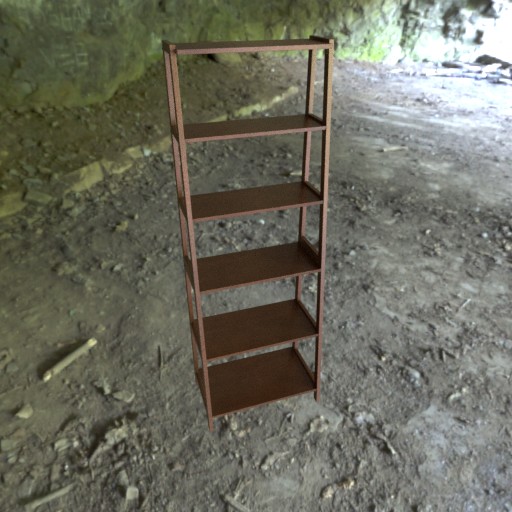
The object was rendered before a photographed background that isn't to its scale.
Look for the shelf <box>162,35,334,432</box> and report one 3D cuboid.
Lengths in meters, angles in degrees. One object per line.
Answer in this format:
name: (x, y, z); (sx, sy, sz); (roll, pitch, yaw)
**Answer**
shelf: (0.000, 0.000, 2.166); (0.660, 1.892, 0.382); (-10, 32, -16)
